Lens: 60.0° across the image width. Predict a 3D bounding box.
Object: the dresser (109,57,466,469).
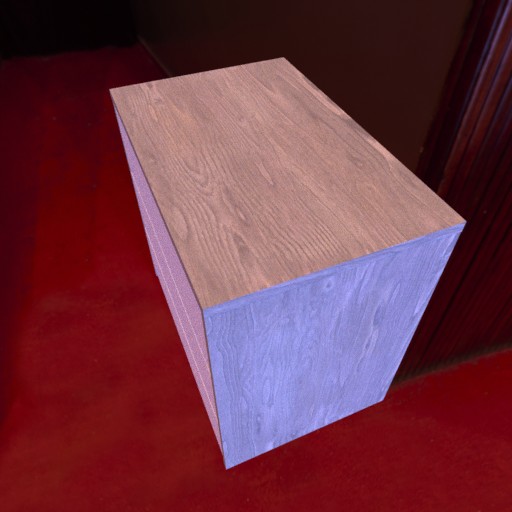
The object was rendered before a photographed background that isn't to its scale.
[{"bbox_3d":[0.000,0.000,1.308,0.529,0.762,0.809,-17,49,-16],"label":"dresser"}]
